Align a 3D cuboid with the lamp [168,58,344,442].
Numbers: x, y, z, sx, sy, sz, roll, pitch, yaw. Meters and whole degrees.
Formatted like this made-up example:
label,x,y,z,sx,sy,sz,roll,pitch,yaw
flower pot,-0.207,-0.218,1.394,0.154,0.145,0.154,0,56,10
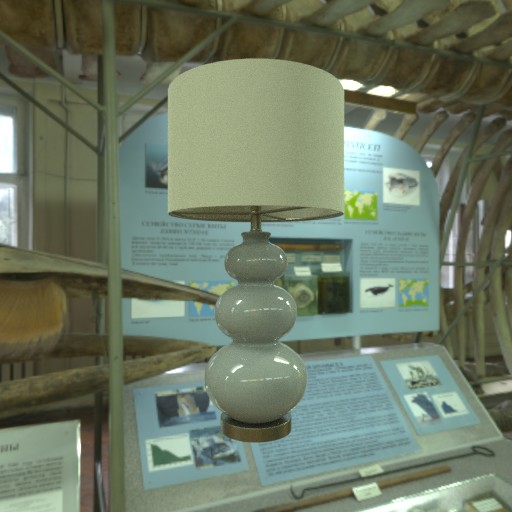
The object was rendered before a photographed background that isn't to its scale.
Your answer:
label,x,y,z,sx,sy,sz,roll,pitch,yaw
lamp,0.000,0.000,0.941,0.367,0.730,0.367,0,0,36
